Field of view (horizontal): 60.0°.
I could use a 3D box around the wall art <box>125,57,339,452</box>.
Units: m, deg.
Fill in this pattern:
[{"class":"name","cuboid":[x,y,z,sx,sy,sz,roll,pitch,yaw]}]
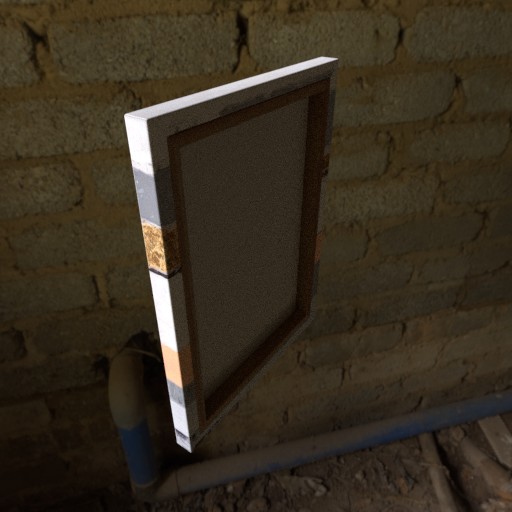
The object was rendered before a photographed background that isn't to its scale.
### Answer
[{"class":"wall art","cuboid":[0.000,0.000,0.808,0.038,0.609,0.456,22,39,29]}]
